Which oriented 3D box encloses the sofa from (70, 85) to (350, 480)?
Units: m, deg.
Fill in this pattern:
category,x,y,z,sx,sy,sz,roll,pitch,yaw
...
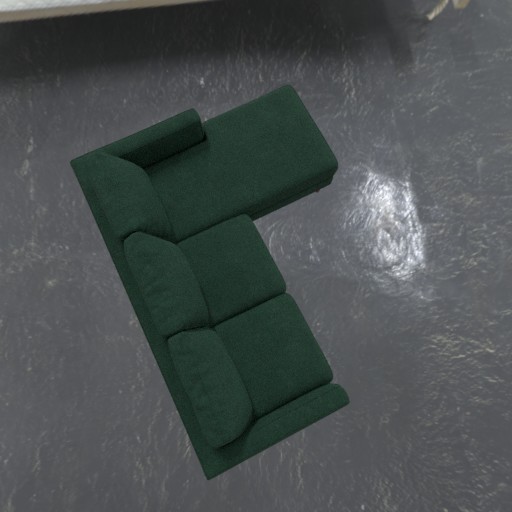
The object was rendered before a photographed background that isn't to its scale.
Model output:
category,x,y,z,sx,sy,sz,roll,pitch,yaw
sofa,0.000,0.000,2.821,1.580,0.899,2.030,-26,76,-7
